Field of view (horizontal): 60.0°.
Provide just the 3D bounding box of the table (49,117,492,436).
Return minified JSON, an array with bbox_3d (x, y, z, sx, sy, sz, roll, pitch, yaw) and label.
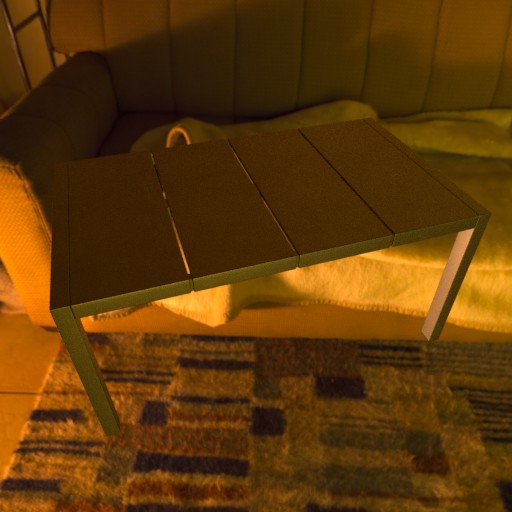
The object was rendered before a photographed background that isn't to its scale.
[{"bbox_3d":[0.000,0.000,1.257,0.965,0.460,0.559,-12,42,-14],"label":"table"}]
